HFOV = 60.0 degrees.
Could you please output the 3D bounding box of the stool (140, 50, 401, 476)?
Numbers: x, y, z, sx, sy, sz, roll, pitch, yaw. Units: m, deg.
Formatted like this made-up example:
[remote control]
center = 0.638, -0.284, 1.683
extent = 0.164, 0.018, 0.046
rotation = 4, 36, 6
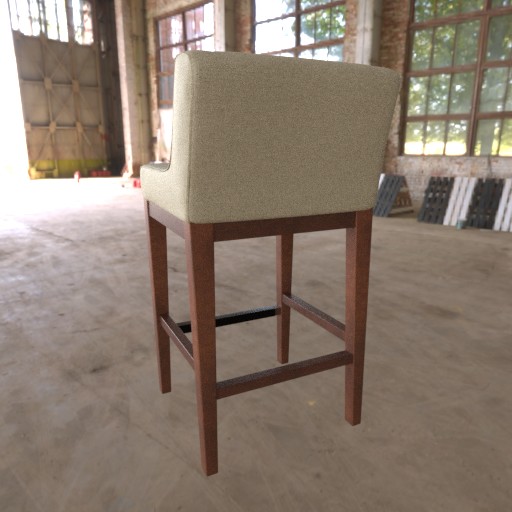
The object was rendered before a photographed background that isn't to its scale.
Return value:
[stool]
center = 0.000, 0.000, 1.204
extent = 0.511, 0.937, 0.500
rotation = -7, 16, -26
